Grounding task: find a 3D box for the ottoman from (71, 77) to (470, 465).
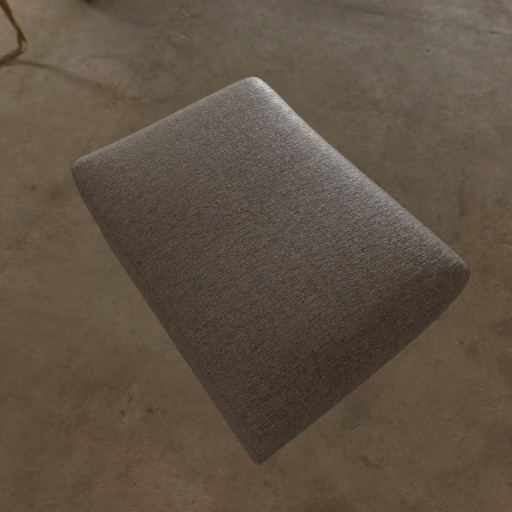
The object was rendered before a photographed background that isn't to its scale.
[{"bbox_3d":[0.000,0.000,1.243,0.637,0.478,0.885,-32,65,-17],"label":"ottoman"}]
